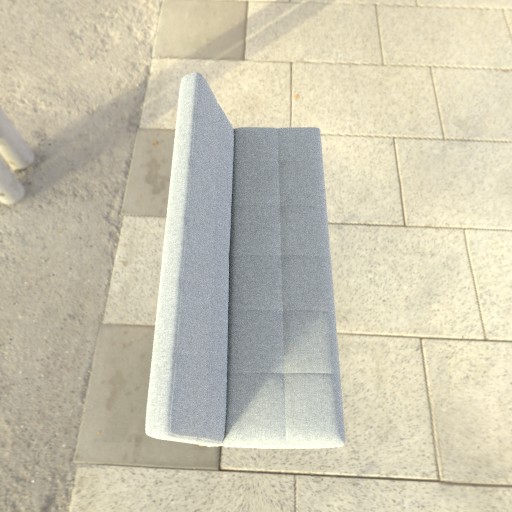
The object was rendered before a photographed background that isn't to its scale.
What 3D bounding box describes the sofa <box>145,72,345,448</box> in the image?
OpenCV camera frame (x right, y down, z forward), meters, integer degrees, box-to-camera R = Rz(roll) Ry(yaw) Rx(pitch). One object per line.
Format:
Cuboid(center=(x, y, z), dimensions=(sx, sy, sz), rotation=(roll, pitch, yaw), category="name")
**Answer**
Cuboid(center=(0.000, 0.000, 2.295), dimensions=(0.800, 0.800, 1.820), rotation=(0, 64, 0), category="sofa")
